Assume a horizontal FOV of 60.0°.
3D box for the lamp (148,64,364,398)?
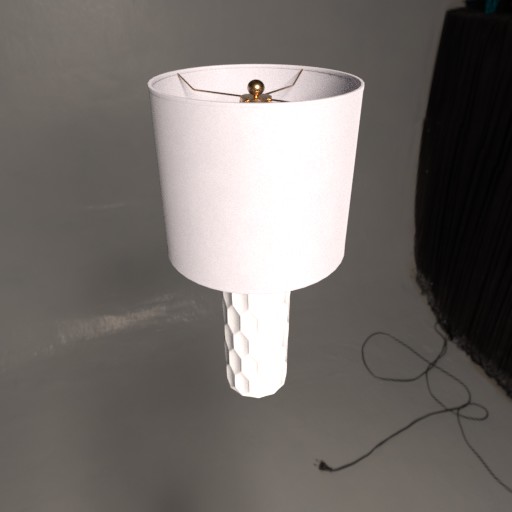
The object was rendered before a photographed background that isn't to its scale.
[{"bbox_3d":[0.000,0.000,0.715,0.277,0.537,0.277,-10,33,-16],"label":"lamp"}]
